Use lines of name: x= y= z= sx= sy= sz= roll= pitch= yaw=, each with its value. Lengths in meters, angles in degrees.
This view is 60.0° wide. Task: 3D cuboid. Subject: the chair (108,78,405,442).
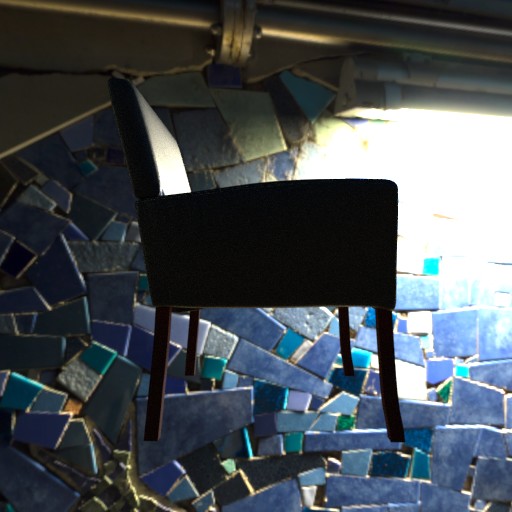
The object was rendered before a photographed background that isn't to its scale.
chair: x=0.000 y=0.000 z=1.461 sx=0.772 sy=0.951 sz=0.683 roll=0 pitch=0 yaw=1
